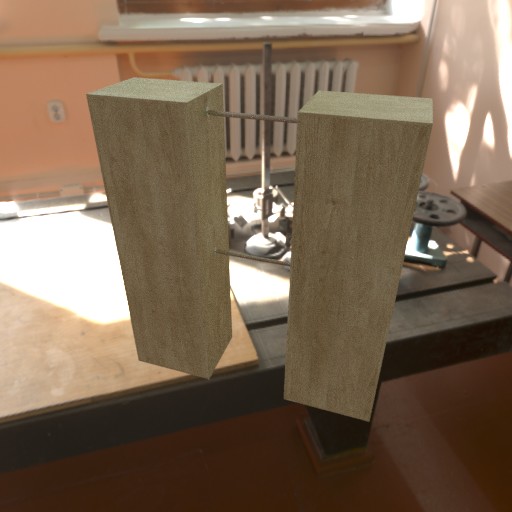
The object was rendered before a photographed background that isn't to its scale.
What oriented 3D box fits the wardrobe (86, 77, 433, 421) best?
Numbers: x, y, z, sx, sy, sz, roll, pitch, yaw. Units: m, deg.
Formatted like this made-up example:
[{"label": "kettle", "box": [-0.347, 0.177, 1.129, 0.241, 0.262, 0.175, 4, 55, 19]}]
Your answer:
[{"label": "wardrobe", "box": [0.000, 0.000, 2.878, 1.770, 2.000, 0.480, 10, 34, 15]}]
